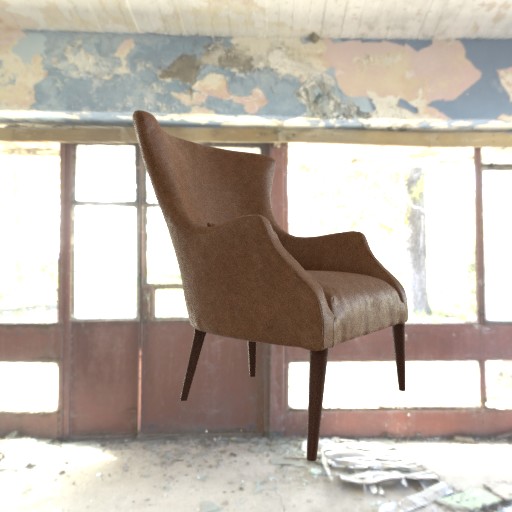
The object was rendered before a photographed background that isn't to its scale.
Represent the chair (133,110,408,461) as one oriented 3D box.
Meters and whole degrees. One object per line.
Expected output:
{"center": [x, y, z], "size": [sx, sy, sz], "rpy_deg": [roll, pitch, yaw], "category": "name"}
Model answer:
{"center": [0.000, 0.000, 1.716], "size": [0.955, 1.067, 0.846], "rpy_deg": [-1, -2, 35], "category": "chair"}
